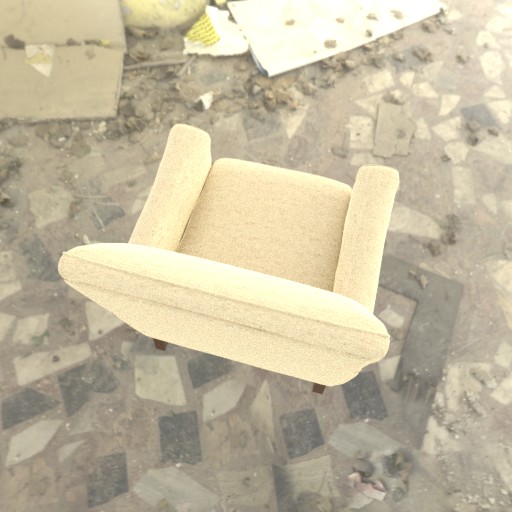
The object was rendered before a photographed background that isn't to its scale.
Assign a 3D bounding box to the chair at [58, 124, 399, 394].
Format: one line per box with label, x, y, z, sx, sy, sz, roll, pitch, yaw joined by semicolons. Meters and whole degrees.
chair;0.000;0.000;1.611;0.870;0.943;0.823;14;64;7
